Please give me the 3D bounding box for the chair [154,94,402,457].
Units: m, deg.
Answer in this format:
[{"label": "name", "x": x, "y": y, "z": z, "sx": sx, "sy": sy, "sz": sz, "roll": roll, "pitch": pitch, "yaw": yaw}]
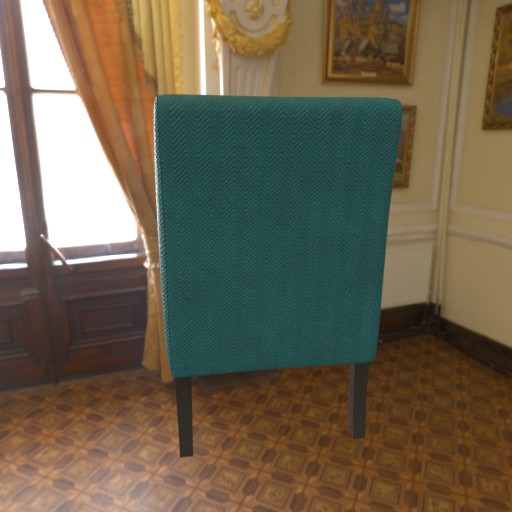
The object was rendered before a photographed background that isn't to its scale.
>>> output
[{"label": "chair", "x": 0.000, "y": 0.000, "z": 1.452, "sx": 0.579, "sy": 0.927, "sz": 0.808, "roll": -2, "pitch": 15, "yaw": -9}]
